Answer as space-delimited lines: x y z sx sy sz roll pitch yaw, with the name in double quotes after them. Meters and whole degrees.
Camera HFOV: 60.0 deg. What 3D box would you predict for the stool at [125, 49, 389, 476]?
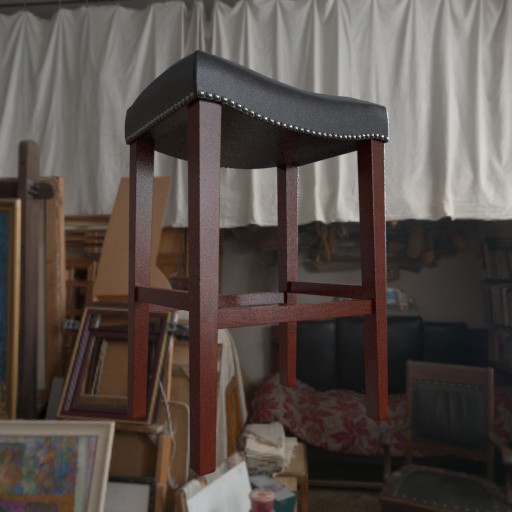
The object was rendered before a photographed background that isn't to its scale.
0.000 0.000 1.024 0.504 0.742 0.372 1 -1 -35 "stool"
